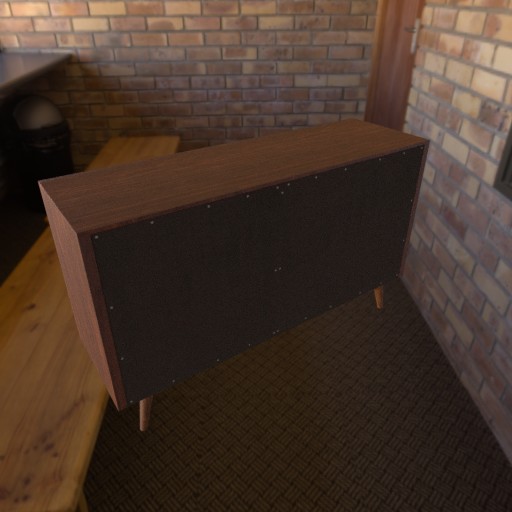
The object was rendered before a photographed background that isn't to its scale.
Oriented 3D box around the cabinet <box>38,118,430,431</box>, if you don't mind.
[{"bbox_3d":[0.000,0.000,2.048,1.575,0.940,0.505,-20,36,-29],"label":"cabinet"}]
